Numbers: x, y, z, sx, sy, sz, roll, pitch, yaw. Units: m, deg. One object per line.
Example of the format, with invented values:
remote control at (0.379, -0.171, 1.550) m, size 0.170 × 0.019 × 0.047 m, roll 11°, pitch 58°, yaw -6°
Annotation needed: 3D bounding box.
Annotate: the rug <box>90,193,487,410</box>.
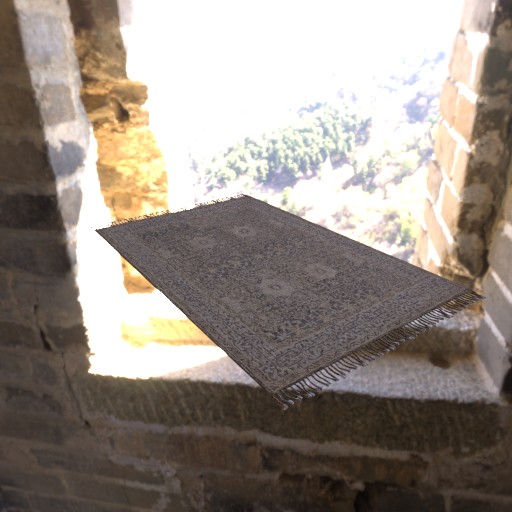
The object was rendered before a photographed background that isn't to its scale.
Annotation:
rug at (0.000, 0.000, 2.507) m, size 1.237 × 0.010 × 2.029 m, roll -17°, pitch 30°, yaw -32°
